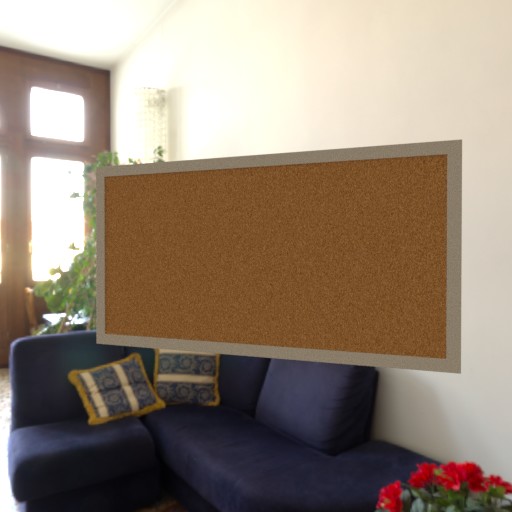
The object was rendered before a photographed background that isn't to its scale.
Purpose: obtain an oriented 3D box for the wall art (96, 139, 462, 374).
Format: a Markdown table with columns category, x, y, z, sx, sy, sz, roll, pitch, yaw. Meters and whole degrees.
| category | x | y | z | sx | sy | sz | roll | pitch | yaw |
| --- | --- | --- | --- | --- | --- | --- | --- | --- | --- |
| wall art | 0.000 | 0.000 | 0.965 | 0.812 | 0.431 | 0.038 | 0 | 1 | 19 |
